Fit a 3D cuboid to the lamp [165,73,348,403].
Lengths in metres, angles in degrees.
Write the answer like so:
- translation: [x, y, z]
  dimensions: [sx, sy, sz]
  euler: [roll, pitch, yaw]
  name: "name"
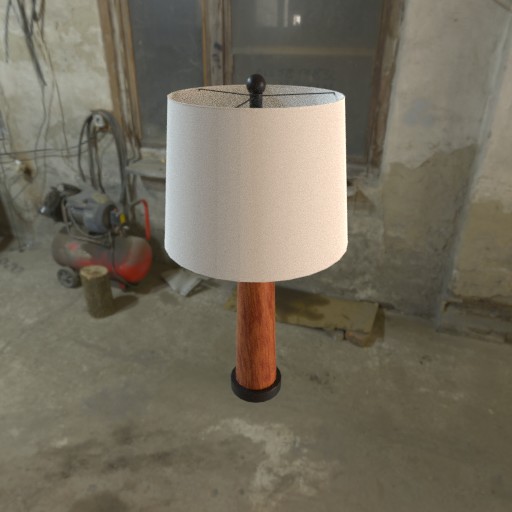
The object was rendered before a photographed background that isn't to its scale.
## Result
- translation: [0.000, 0.000, 0.874]
  dimensions: [0.349, 0.667, 0.349]
  euler: [0, 27, 0]
  name: "lamp"
